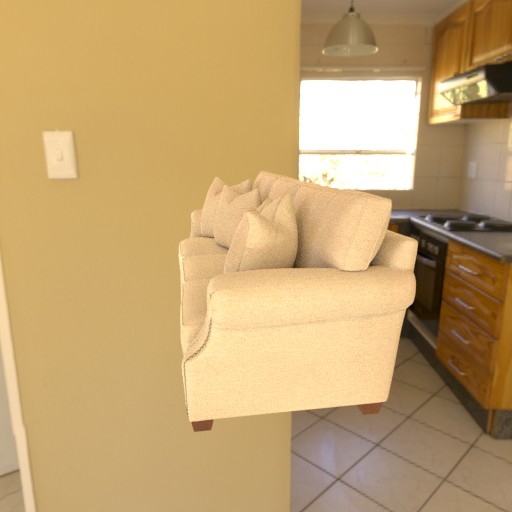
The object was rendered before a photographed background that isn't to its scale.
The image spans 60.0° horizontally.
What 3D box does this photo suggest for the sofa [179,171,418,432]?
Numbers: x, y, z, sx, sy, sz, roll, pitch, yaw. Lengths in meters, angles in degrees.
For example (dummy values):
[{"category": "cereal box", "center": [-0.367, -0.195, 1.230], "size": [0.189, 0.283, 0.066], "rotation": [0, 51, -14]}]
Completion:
[{"category": "sofa", "center": [0.000, 0.000, 2.792], "size": [0.965, 0.975, 2.312], "rotation": [-2, 13, -10]}]
